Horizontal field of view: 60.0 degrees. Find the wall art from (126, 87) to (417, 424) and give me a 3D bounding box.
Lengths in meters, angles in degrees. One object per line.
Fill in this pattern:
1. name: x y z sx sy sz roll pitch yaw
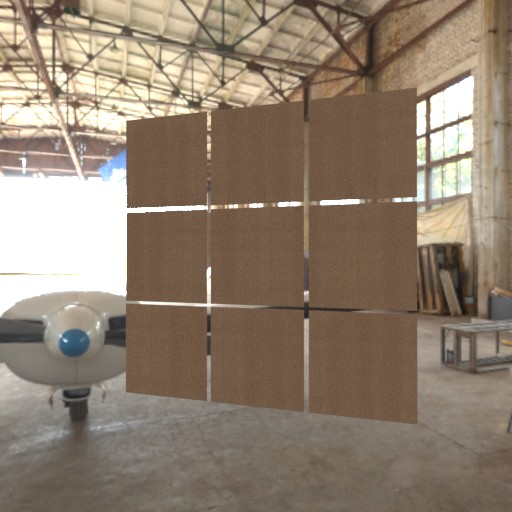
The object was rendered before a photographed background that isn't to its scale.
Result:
1. wall art: 0.000 0.000 2.219 1.517 1.505 0.002 0 0 18
